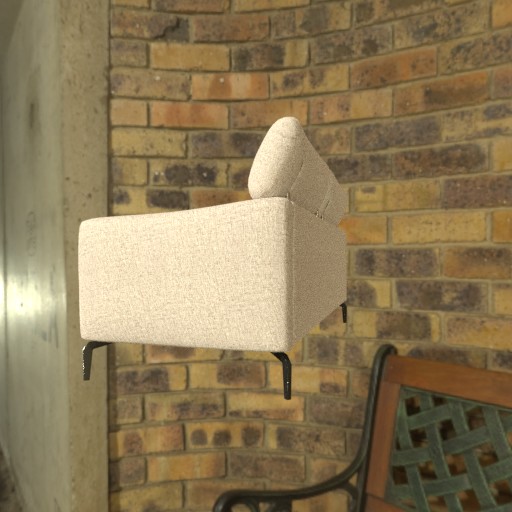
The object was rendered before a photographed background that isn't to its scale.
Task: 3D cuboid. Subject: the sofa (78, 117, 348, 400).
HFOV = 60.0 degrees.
[{"bbox_3d":[0.000,0.000,2.451,0.856,0.956,2.015,0,0,17],"label":"sofa"}]
